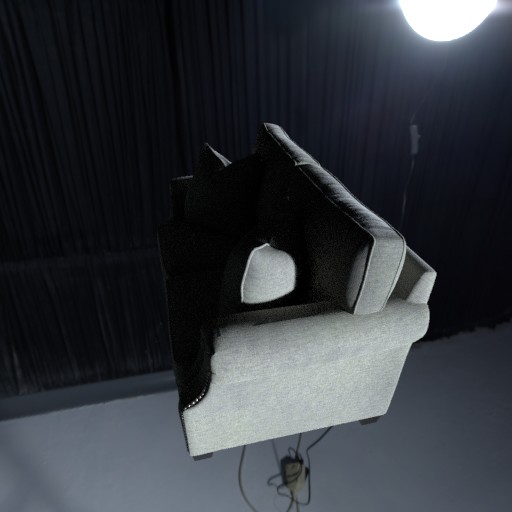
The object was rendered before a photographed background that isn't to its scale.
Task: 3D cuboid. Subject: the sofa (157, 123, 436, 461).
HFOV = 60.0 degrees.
[{"bbox_3d":[0.000,0.000,2.271,0.966,0.966,1.701,-7,31,-12],"label":"sofa"}]
